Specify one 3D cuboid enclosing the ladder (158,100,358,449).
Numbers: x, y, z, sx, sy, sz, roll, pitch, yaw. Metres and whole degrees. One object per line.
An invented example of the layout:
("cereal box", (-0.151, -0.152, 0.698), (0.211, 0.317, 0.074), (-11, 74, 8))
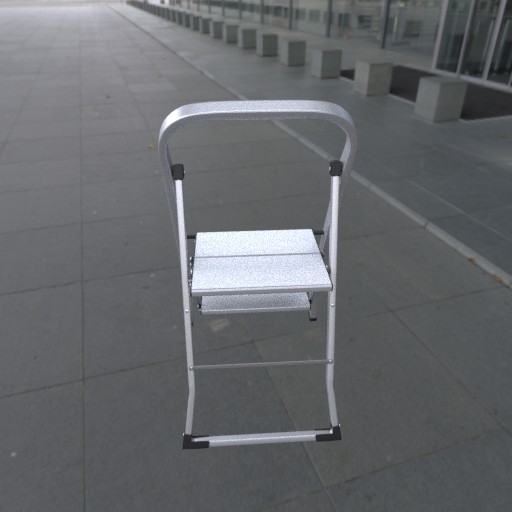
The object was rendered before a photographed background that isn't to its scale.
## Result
("ladder", (0.000, 0.000, 1.154), (0.465, 0.830, 0.530), (-2, 31, -3))
